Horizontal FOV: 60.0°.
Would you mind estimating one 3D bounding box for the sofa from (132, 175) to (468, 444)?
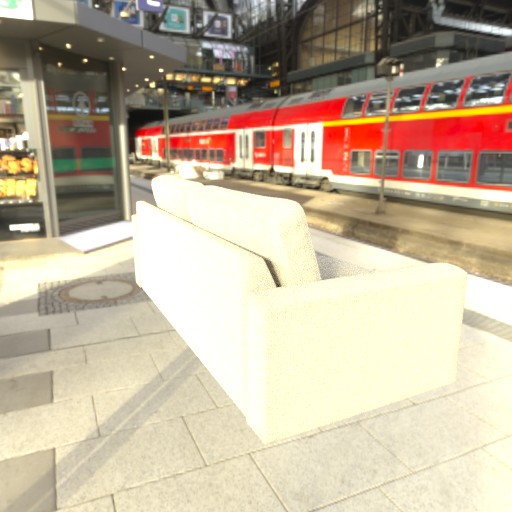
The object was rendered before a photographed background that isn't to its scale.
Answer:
[{"bbox_3d":[0.000,0.000,2.640,1.016,0.873,2.179,-7,16,-26],"label":"sofa"}]
